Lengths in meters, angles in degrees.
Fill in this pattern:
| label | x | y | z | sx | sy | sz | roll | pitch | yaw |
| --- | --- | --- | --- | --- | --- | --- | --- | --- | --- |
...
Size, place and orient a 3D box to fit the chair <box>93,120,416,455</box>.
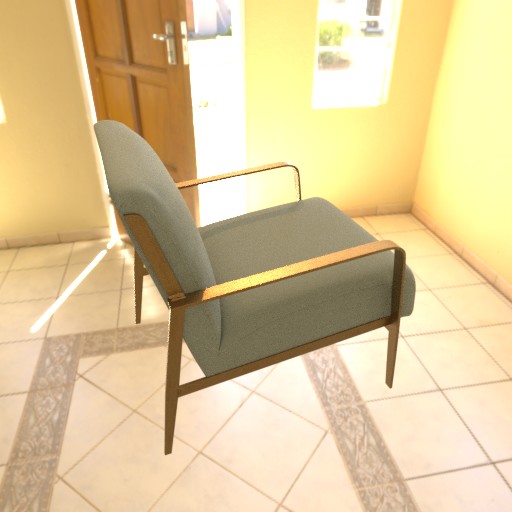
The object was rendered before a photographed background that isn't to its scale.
| label | x | y | z | sx | sy | sz | roll | pitch | yaw |
| --- | --- | --- | --- | --- | --- | --- | --- | --- | --- |
| chair | 0.000 | 0.000 | 1.446 | 0.842 | 0.824 | 0.701 | -11 | 33 | -18 |
